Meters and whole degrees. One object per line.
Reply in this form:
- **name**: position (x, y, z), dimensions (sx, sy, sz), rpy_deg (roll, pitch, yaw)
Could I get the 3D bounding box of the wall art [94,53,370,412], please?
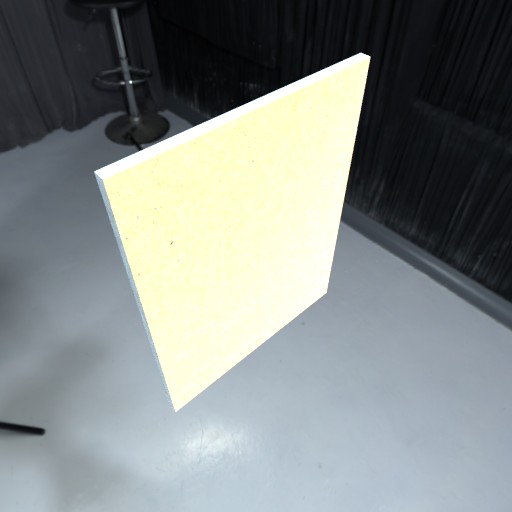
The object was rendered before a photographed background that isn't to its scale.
- **wall art**: position (0.000, 0.000, 0.835), dimensions (0.481, 0.613, 0.020), rpy_deg (-34, 55, -27)
